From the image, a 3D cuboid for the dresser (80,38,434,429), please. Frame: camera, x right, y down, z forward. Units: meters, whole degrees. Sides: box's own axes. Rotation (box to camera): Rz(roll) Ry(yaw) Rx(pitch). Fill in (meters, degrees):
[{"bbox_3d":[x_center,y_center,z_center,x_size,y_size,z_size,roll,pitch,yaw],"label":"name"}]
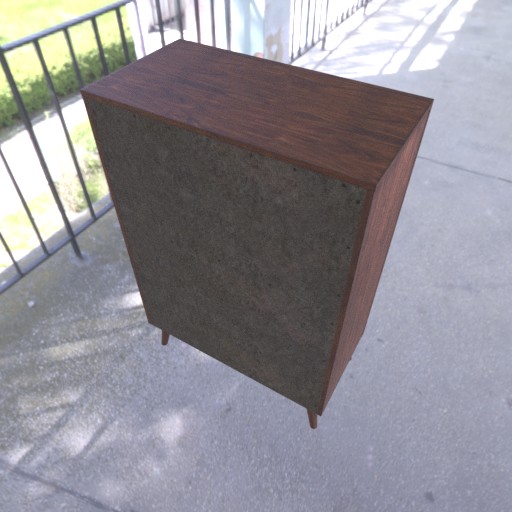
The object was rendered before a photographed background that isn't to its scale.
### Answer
[{"bbox_3d":[0.000,0.000,1.786,0.919,1.365,0.498,23,50,21],"label":"dresser"}]
